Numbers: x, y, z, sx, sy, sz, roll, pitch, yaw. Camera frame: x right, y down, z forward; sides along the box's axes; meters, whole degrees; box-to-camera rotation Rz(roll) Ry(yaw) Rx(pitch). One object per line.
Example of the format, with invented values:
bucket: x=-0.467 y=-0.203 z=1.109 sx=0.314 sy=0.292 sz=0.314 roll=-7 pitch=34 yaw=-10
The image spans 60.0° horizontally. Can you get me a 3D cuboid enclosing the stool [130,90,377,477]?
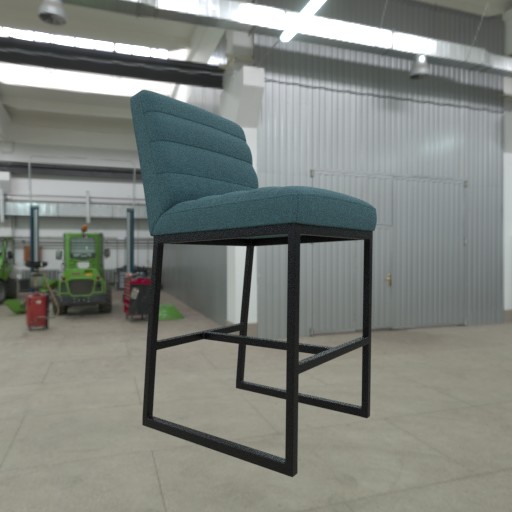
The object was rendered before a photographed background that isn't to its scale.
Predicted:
stool: x=0.000 y=0.000 z=1.268 sx=0.560 sy=0.940 sz=0.460 roll=0 pitch=1 yaw=36
